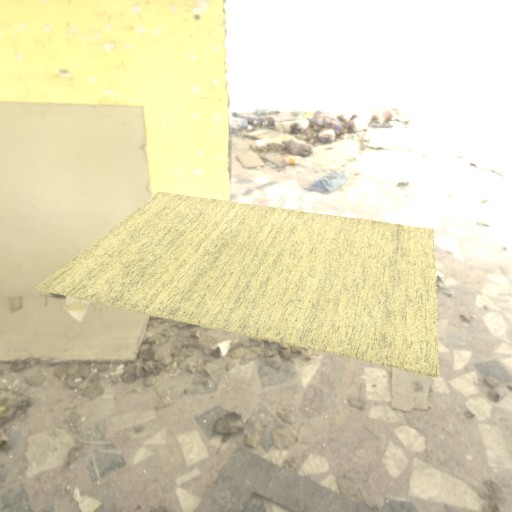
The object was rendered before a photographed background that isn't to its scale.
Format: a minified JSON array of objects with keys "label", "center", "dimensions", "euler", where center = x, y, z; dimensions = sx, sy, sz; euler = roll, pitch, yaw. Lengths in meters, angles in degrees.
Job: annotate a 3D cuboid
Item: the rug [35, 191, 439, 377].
[{"label":"rug","center":[0.000,0.000,2.941],"dimensions":[2.263,0.017,1.523],"euler":[10,33,15]}]
